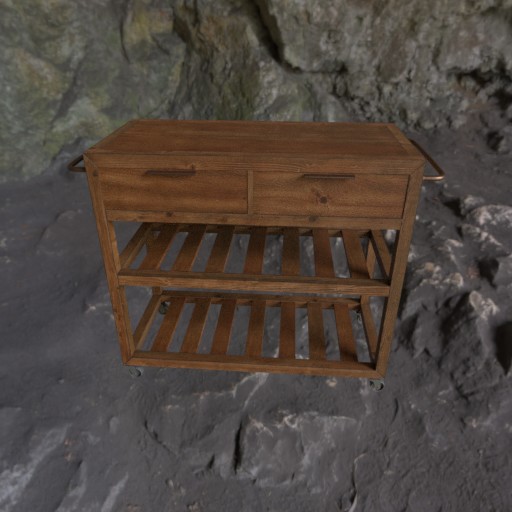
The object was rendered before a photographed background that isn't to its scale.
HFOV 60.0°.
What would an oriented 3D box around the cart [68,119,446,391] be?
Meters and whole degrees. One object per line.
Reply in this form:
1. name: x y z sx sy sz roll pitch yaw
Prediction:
1. cart: 0.000 0.000 1.553 1.065 0.830 0.445 2 29 4
